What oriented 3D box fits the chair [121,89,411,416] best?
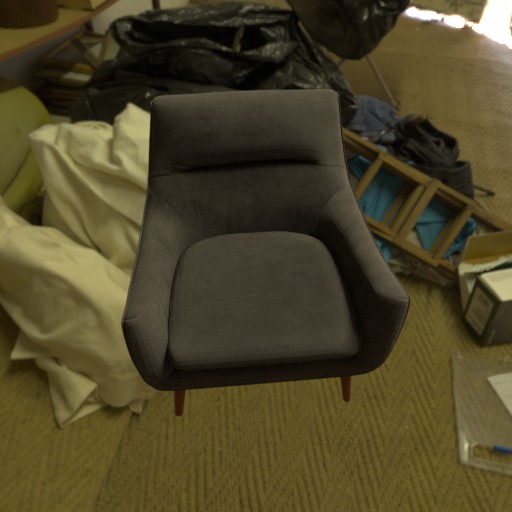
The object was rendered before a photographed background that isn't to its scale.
[{"bbox_3d":[0.000,0.000,1.494,0.762,0.838,0.787,-4,45,-4],"label":"chair"}]
